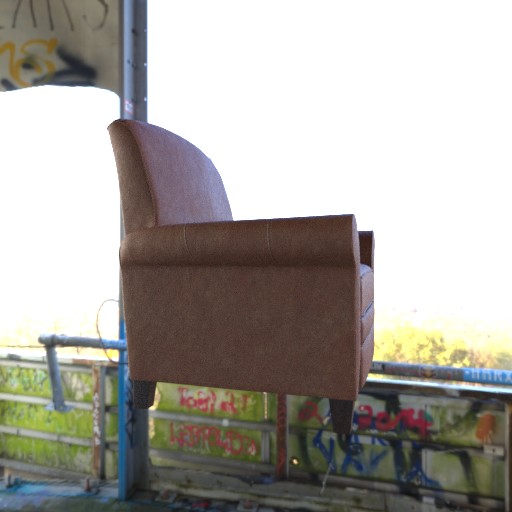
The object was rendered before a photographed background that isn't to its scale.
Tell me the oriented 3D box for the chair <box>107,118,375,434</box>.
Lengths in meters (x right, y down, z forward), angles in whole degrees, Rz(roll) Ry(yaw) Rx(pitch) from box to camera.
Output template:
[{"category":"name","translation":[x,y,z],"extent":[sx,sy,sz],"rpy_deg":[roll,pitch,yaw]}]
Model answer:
[{"category":"chair","translation":[0.000,0.000,1.778],"extent":[0.902,1.061,0.978],"rpy_deg":[0,0,18]}]
